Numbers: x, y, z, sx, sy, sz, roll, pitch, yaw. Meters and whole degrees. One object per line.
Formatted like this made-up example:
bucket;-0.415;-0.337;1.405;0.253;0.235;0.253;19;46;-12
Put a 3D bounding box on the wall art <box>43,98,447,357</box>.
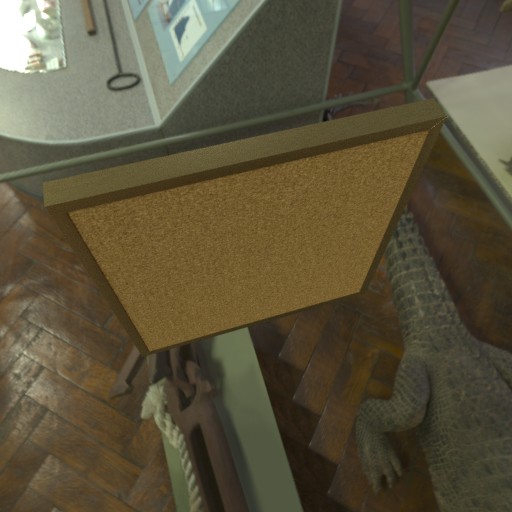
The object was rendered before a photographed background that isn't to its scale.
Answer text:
wall art;0.000;0.000;0.764;0.510;0.509;0.037;-15;59;-9
